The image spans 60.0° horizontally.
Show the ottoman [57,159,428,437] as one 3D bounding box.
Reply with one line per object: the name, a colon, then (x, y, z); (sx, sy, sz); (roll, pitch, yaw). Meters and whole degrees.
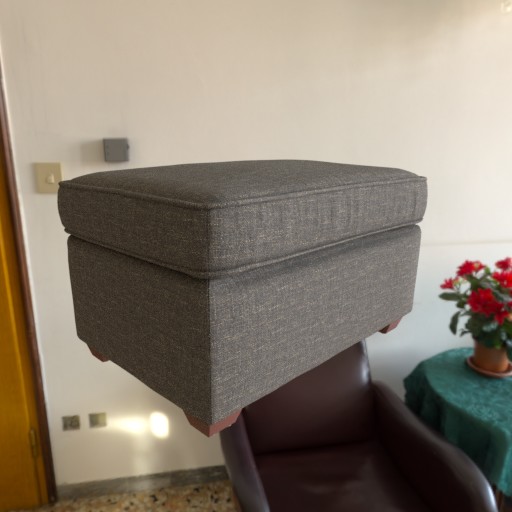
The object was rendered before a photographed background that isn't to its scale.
ottoman: (0.000, 0.000, 1.078); (0.549, 0.450, 0.749); (14, 20, 43)
